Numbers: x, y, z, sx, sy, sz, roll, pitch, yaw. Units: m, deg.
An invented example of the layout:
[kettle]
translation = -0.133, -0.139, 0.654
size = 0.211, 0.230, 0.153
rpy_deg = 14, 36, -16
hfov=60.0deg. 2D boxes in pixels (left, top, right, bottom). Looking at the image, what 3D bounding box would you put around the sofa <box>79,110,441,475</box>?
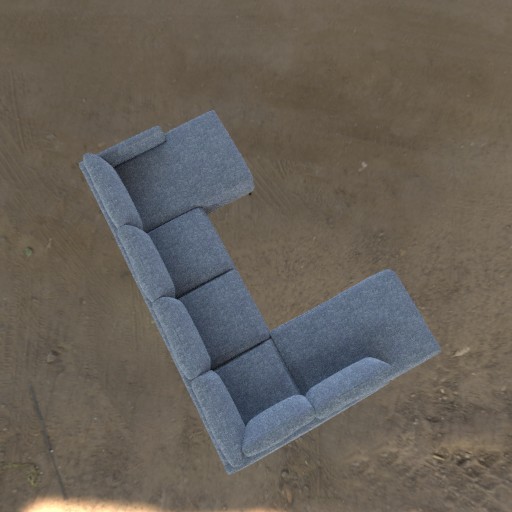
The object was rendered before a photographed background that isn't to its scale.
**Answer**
[sofa]
translation = 0.000, 0.000, 3.633
size = 1.879, 0.756, 2.737
rpy_deg = -28, 78, -6
